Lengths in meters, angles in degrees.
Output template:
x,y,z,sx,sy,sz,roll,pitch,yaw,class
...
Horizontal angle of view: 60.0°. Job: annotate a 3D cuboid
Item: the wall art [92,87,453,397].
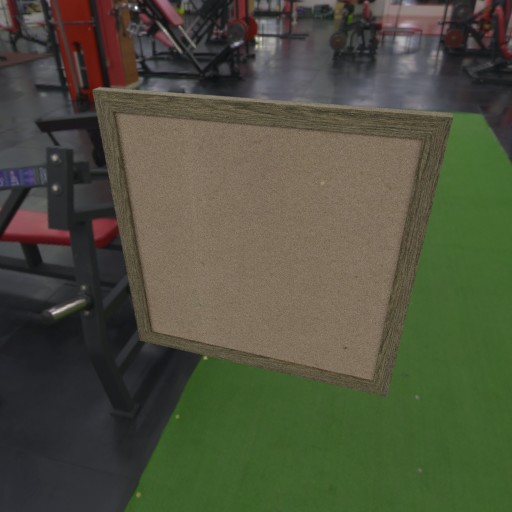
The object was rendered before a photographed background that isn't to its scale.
x,y,z,sx,sy,sz,roll,pitch,yaw,class
0.000,0.000,0.746,0.508,0.508,0.019,9,34,14,wall art
